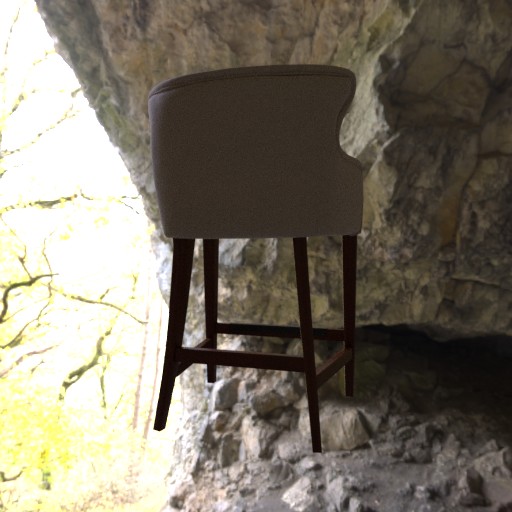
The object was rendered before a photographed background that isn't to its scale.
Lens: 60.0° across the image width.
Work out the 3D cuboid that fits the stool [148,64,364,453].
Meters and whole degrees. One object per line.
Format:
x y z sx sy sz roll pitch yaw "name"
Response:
0.000 0.000 1.327 0.601 0.951 0.570 0 1 17 "stool"
